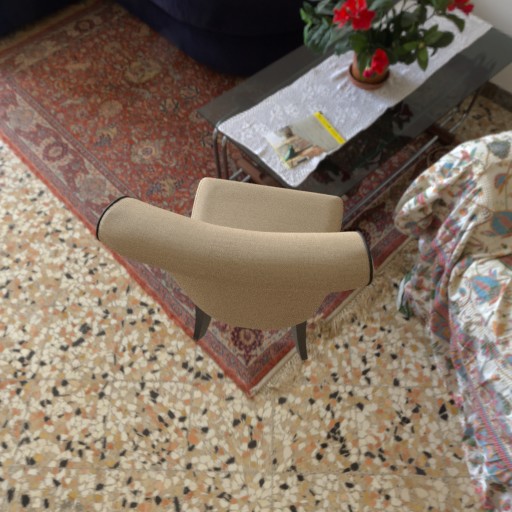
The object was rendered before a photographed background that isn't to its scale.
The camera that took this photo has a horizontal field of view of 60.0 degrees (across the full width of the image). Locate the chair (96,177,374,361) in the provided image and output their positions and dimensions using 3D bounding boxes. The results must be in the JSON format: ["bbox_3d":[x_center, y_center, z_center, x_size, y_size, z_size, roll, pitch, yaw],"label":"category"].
[{"bbox_3d":[0.000,0.000,1.340,0.522,0.997,0.623,9,62,5],"label":"chair"}]
